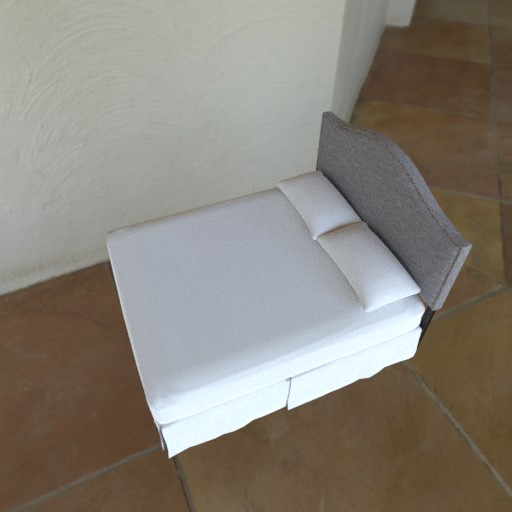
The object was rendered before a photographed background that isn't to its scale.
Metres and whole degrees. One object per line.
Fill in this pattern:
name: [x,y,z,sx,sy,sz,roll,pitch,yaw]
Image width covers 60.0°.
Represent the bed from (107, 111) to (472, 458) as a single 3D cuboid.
bed: [0.000,0.000,2.971,1.870,1.295,1.610,-17,49,-15]
